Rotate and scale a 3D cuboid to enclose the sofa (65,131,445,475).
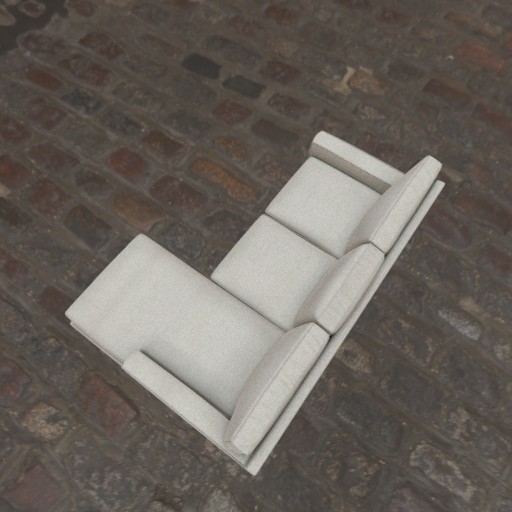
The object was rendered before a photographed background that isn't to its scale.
[{"bbox_3d":[0.000,0.000,2.877,1.496,0.861,2.087,33,69,15],"label":"sofa"}]
